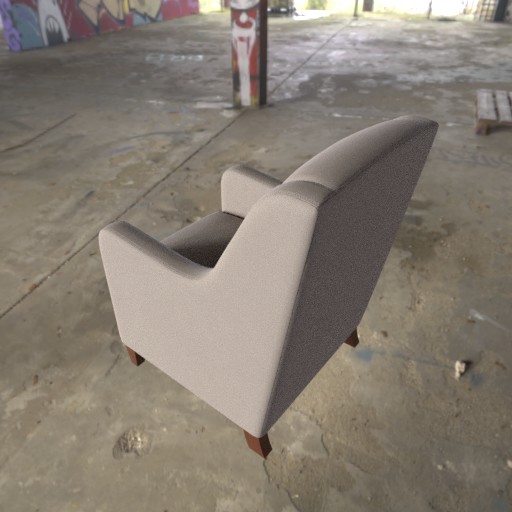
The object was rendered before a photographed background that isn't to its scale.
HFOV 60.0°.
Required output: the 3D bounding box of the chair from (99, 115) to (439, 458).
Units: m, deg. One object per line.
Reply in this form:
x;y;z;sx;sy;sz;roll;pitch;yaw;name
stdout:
0.000;0.000;1.569;0.863;1.010;0.715;23;40;31;chair
